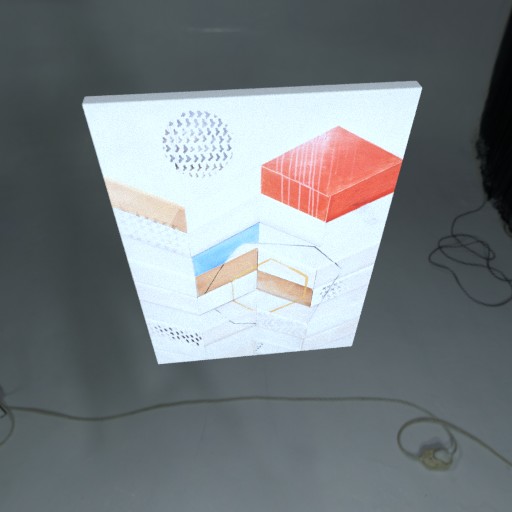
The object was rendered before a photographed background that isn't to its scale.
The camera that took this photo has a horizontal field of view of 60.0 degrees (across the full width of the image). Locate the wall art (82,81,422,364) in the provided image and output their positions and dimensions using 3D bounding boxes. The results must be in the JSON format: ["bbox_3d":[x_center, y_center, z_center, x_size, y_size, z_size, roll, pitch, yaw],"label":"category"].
[{"bbox_3d":[0.000,0.000,1.104,0.613,0.848,0.036,-4,45,-4],"label":"wall art"}]
